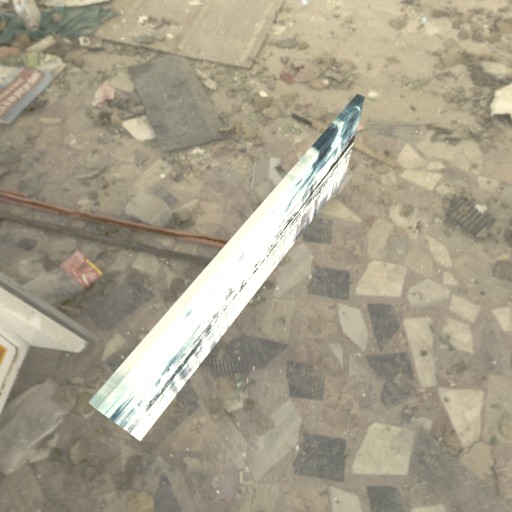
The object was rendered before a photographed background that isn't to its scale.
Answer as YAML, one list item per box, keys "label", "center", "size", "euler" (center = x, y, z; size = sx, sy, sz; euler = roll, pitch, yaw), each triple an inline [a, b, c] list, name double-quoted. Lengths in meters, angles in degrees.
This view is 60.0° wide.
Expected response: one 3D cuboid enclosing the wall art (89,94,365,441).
- label: "wall art"
  center: [0.000, 0.000, 1.728]
  size: [0.037, 0.509, 1.524]
  euler: [31, 64, 17]
